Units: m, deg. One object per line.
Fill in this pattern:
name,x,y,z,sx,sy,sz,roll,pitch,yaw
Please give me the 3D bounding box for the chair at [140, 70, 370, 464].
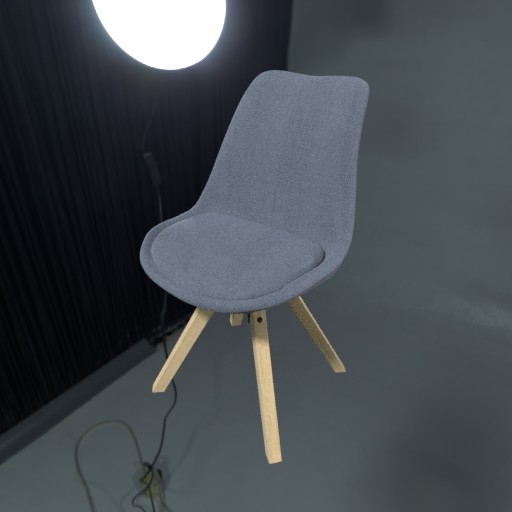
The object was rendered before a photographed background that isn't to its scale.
chair,0.000,0.000,1.172,0.485,0.850,0.550,19,34,30
